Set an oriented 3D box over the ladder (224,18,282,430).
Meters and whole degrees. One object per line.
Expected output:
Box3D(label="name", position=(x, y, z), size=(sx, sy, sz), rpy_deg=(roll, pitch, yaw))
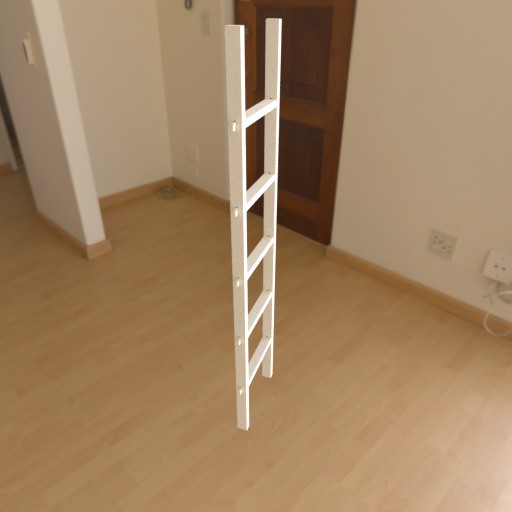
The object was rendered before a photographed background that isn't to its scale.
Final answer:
Box3D(label="ladder", position=(0.000, 0.000, 1.921), size=(0.051, 1.797, 0.452), rpy_deg=(11, 33, 17))
